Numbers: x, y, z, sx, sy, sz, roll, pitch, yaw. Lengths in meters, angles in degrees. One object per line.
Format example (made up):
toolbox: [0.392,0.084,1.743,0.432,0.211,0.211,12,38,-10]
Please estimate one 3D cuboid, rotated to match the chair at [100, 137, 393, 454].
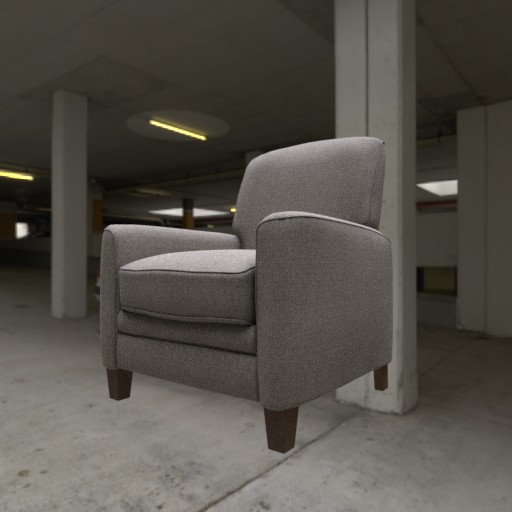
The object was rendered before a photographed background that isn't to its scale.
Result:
chair: [0.000,0.000,1.649,0.848,1.014,0.864,0,0,37]
